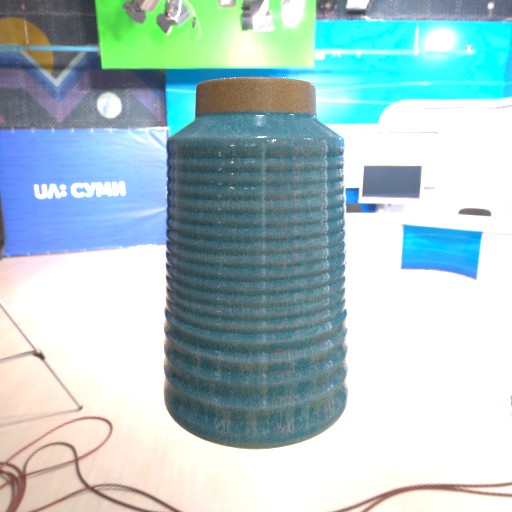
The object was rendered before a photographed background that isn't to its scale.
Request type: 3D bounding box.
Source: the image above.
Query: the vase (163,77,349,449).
[{"bbox_3d":[0.000,0.000,0.369,0.163,0.267,0.163,0,14,0],"label":"vase"}]
